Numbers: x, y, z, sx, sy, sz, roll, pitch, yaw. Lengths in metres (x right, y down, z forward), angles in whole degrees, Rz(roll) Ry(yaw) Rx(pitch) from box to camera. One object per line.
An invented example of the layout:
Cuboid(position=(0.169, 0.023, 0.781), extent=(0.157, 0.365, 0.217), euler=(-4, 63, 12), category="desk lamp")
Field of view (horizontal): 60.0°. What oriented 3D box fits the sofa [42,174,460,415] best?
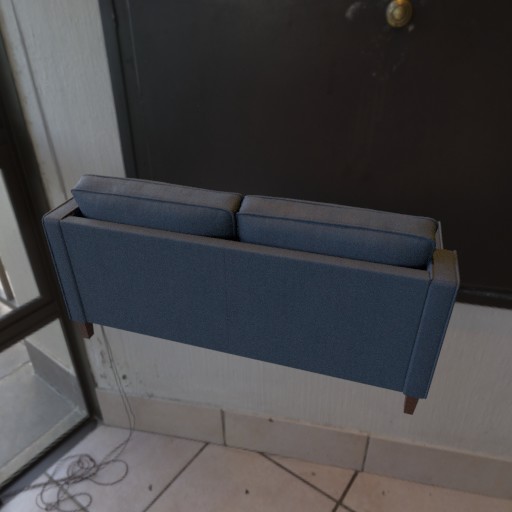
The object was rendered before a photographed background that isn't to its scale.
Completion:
Cuboid(position=(0.000, 0.000, 2.799), extent=(2.178, 1.071, 1.066), euler=(9, 32, 15), category="sofa")
